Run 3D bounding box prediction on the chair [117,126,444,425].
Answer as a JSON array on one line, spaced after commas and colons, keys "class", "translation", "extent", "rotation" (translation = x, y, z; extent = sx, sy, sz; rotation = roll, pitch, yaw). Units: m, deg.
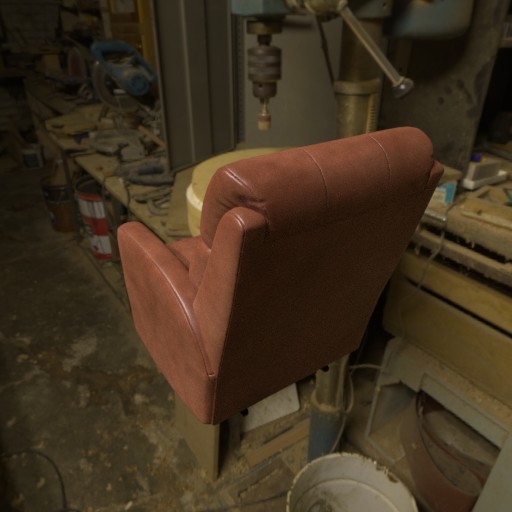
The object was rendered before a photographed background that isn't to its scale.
[{"class": "chair", "translation": [0.000, 0.000, 1.651], "extent": [0.787, 1.016, 0.939], "rotation": [-19, 35, -30]}]
